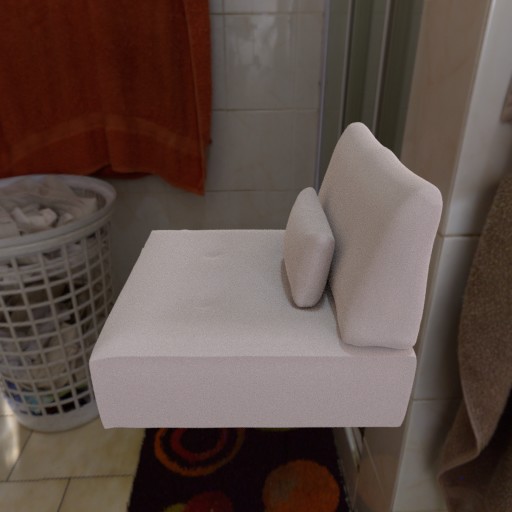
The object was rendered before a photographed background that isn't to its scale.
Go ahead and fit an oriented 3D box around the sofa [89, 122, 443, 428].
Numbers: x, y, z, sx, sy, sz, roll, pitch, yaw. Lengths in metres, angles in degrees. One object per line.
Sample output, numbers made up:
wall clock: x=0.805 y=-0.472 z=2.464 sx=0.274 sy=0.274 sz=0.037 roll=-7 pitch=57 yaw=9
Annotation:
sofa: x=0.000 y=0.000 z=1.671 sx=1.000 sy=0.828 sz=0.935 roll=0 pitch=27 yaw=0
